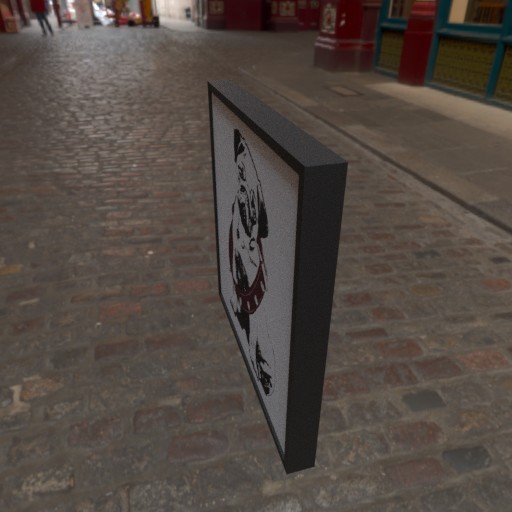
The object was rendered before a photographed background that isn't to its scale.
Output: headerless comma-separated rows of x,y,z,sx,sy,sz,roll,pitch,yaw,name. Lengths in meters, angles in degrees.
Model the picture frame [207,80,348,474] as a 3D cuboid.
0.000,0.000,0.491,0.030,0.317,0.317,-9,32,-14,picture frame
